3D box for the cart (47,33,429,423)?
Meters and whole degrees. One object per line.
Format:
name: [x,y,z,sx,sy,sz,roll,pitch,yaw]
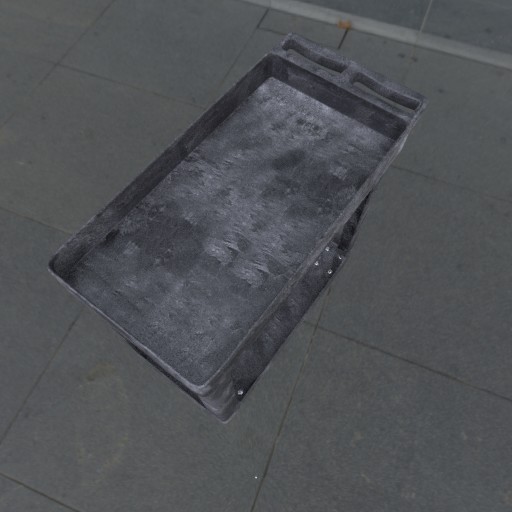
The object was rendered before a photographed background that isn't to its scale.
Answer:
cart: [0.000,0.000,1.350,0.420,0.824,0.877,34,68,16]
